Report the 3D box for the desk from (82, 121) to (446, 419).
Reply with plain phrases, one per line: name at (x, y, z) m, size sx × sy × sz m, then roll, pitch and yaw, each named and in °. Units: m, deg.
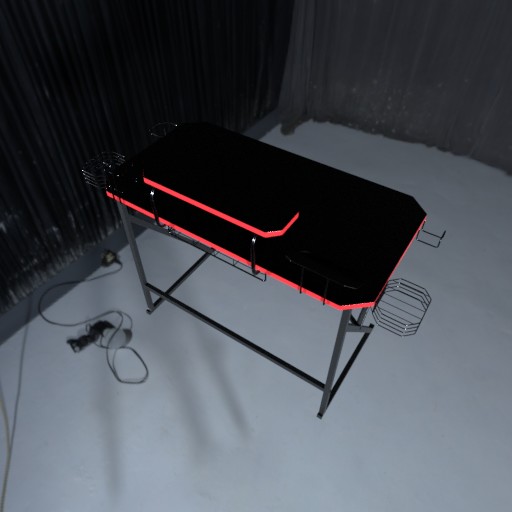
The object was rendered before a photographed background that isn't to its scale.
desk at (0.000, 0.000, 1.714) m, size 1.280 × 0.913 × 0.588 m, roll 26°, pitch 52°, yaw 22°
